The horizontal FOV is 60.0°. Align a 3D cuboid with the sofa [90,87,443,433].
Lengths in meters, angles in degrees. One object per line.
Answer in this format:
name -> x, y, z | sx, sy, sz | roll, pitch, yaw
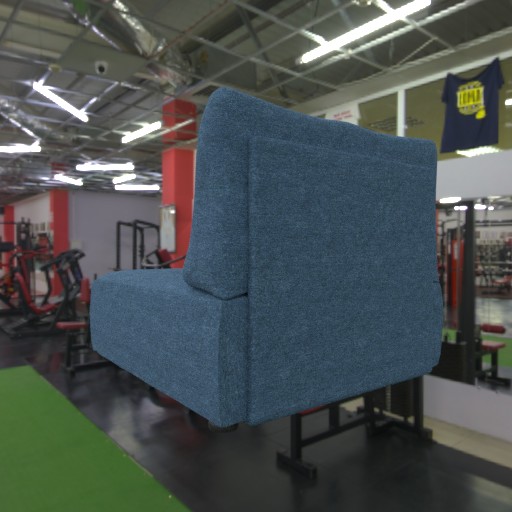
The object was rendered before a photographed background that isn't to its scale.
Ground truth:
sofa -> 0.000, 0.000, 1.658 | 0.930, 0.820, 1.000 | -1, 1, -37
